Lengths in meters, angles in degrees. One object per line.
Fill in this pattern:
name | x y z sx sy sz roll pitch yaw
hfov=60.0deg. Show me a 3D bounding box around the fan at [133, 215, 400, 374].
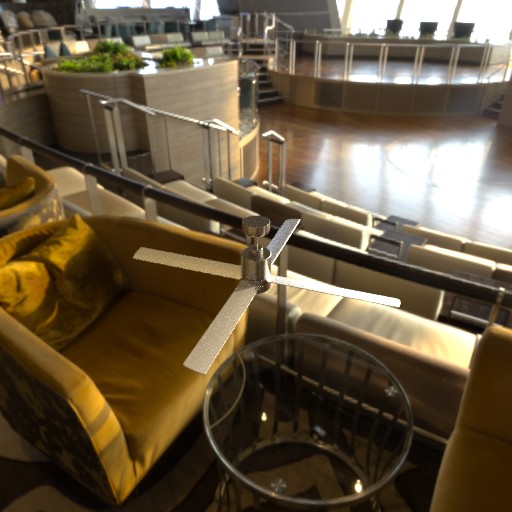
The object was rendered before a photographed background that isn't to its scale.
fan | 0.000 0.000 2.055 1.322 0.355 1.322 10 32 17
